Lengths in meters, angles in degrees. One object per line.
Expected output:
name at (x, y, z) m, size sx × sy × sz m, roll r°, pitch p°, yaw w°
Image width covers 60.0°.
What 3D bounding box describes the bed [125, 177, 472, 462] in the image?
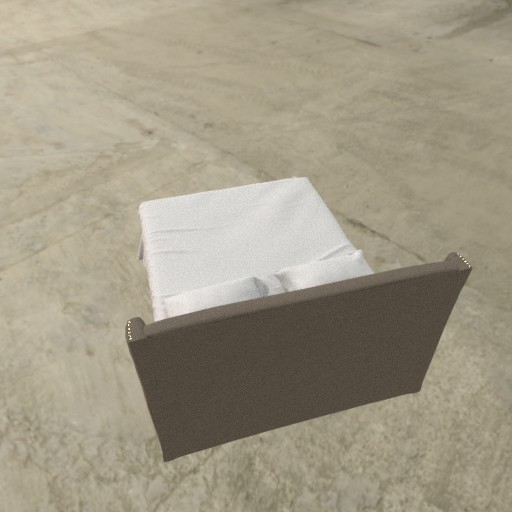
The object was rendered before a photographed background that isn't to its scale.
bed at (0.000, 0.000, 3.517) m, size 1.925 × 1.332 × 2.276 m, roll -11°, pitch 43°, yaw -12°
